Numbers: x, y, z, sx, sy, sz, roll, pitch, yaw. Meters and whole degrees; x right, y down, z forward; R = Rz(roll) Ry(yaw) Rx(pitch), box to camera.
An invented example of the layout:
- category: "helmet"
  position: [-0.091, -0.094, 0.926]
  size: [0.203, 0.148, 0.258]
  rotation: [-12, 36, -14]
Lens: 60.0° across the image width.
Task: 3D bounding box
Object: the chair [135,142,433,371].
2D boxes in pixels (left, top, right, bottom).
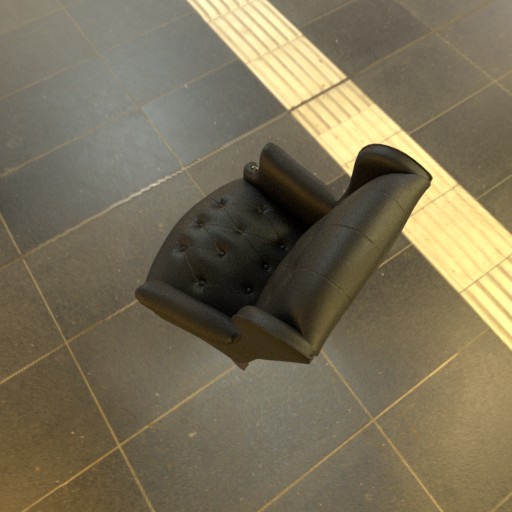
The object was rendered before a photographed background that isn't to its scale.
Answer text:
- category: "chair"
  position: [0.000, 0.000, 1.716]
  size: [0.822, 1.133, 0.831]
  rotation: [33, 70, 14]
